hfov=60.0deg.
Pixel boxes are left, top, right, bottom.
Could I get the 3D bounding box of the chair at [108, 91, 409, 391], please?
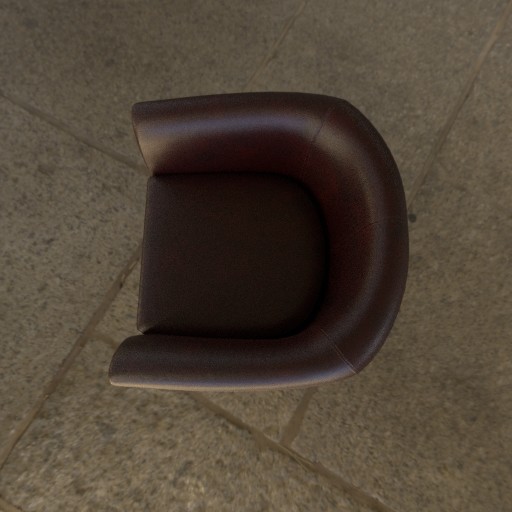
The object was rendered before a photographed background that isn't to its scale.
[{"bbox_3d":[0.000,0.000,1.398,0.727,0.756,0.792,1,76,0],"label":"chair"}]
